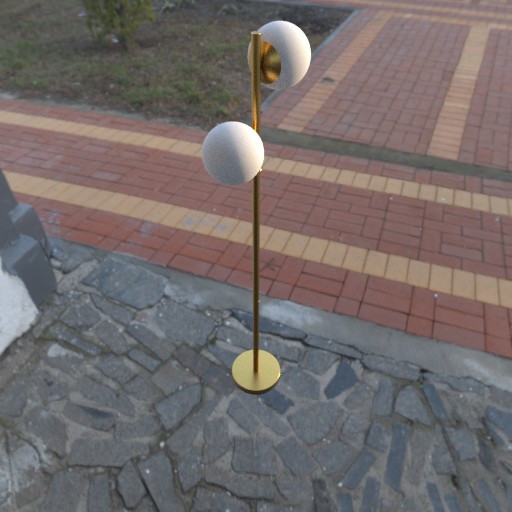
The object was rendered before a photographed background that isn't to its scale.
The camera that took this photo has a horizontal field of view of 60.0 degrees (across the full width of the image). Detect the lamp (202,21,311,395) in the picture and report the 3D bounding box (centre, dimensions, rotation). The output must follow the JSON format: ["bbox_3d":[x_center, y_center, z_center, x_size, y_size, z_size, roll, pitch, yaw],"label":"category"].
[{"bbox_3d":[0.000,0.000,1.752,0.249,1.641,0.419,27,48,27],"label":"lamp"}]
